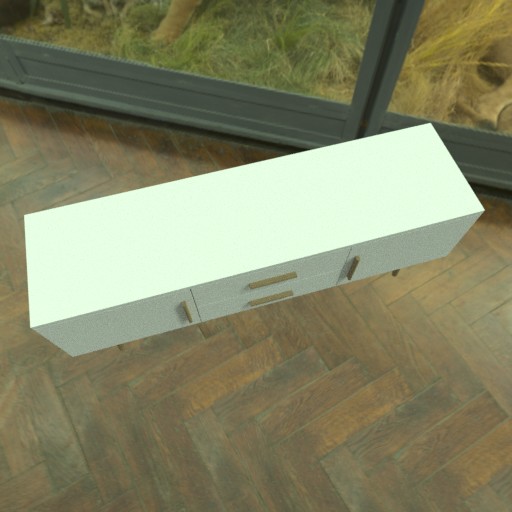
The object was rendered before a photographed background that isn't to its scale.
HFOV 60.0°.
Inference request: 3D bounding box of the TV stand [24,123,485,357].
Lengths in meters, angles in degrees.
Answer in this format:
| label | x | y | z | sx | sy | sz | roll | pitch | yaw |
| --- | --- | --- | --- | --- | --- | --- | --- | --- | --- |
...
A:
| label | x | y | z | sx | sy | sz | roll | pitch | yaw |
| --- | --- | --- | --- | --- | --- | --- | --- | --- | --- |
| TV stand | 0.000 | 0.000 | 1.638 | 1.398 | 0.560 | 0.401 | -14 | 64 | -7 |
